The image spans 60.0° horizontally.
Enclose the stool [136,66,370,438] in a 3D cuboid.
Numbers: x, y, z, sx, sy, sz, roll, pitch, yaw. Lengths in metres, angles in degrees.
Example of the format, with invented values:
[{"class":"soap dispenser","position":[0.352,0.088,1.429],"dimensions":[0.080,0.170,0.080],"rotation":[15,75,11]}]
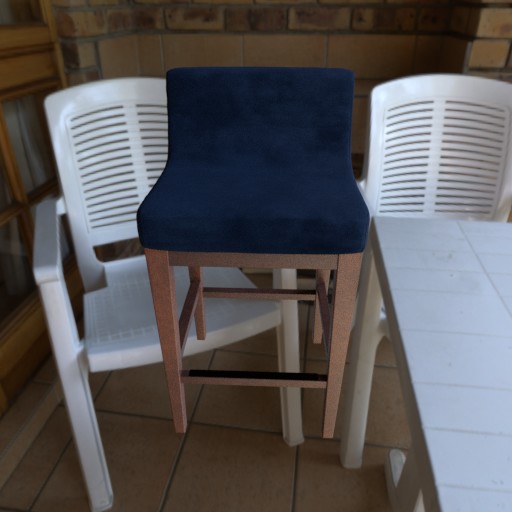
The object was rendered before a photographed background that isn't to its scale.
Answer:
[{"class":"stool","position":[0.000,0.000,1.256],"dimensions":[0.511,0.945,0.516],"rotation":[1,30,2]}]
